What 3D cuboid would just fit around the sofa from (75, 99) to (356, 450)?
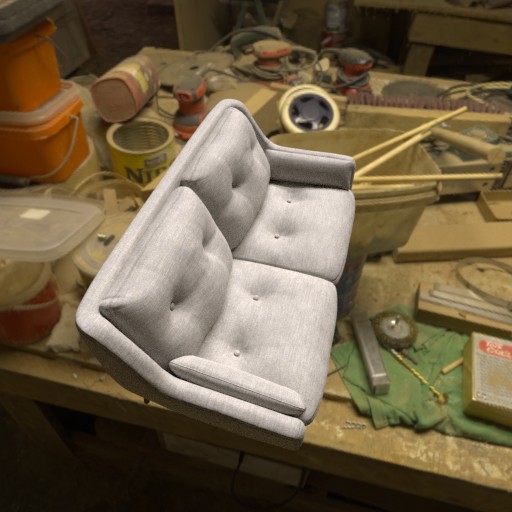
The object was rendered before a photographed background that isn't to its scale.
[{"bbox_3d":[0.000,0.000,2.427,0.976,0.897,1.930,11,47,10],"label":"sofa"}]
